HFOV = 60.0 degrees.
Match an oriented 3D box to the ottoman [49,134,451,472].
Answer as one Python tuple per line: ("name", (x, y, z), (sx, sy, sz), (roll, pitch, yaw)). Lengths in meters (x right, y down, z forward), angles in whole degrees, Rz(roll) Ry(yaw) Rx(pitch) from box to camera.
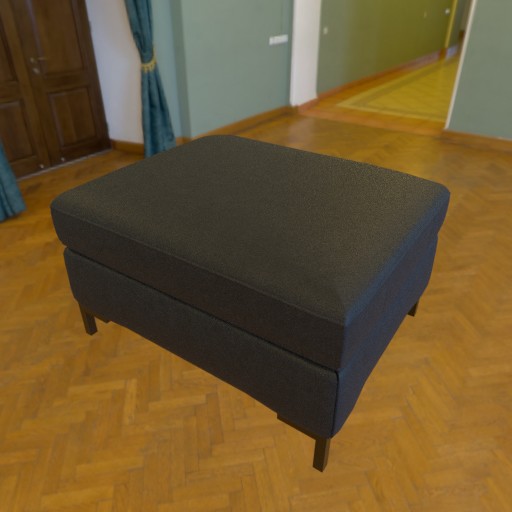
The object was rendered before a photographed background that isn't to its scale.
("ottoman", (0.000, 0.000, 1.781), (1.187, 0.696, 0.967), (20, 37, 29))
